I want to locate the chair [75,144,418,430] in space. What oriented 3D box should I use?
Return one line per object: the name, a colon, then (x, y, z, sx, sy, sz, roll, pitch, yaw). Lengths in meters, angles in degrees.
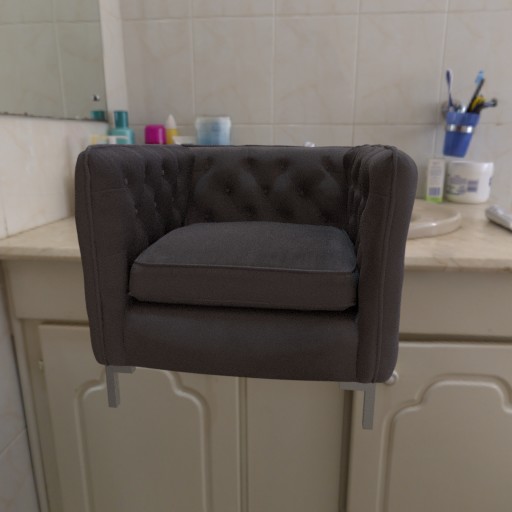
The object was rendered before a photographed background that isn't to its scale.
chair: (0.000, 0.000, 1.645, 0.946, 0.807, 0.913, 2, 14, 8)
